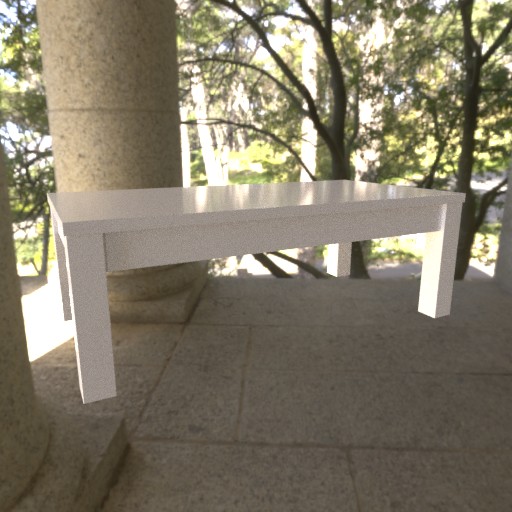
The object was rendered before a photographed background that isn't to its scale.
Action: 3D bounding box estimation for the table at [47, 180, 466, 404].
[{"bbox_3d":[0.000,0.000,1.666,1.350,0.470,0.700,-7,16,-26],"label":"table"}]
